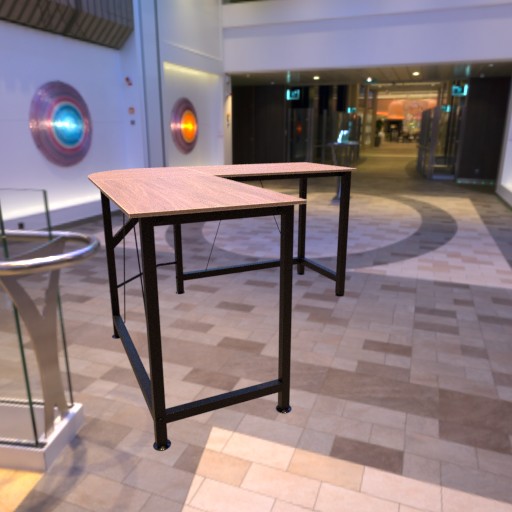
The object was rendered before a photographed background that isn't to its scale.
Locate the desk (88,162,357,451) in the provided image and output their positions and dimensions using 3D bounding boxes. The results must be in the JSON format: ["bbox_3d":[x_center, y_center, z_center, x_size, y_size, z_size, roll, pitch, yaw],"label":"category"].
[{"bbox_3d":[0.000,0.000,2.154,1.400,0.762,1.400,-7,18,-24],"label":"desk"}]
